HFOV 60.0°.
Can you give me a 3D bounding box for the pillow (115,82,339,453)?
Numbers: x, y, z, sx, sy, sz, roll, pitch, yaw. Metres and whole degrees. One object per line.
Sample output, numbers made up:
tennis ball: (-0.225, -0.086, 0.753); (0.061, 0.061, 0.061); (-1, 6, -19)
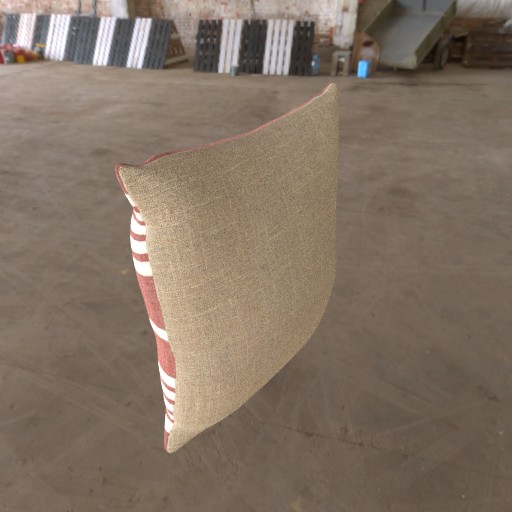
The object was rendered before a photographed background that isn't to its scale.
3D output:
pillow: (0.000, 0.000, 0.658); (0.182, 0.427, 0.439); (21, 38, 30)
